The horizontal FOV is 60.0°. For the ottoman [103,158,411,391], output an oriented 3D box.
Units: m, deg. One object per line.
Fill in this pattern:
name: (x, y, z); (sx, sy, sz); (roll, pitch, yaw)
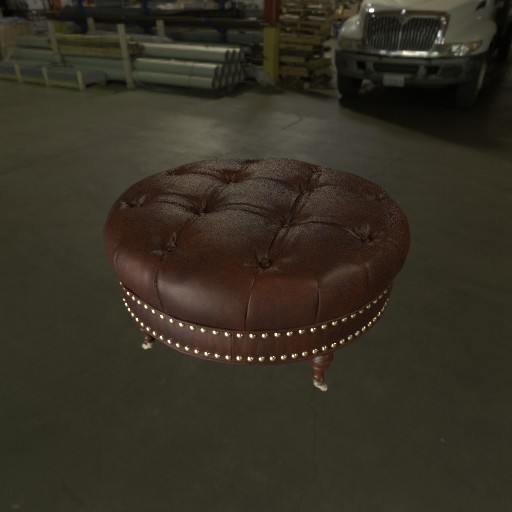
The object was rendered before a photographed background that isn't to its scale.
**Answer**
ottoman: (0.000, 0.000, 1.415); (0.901, 0.455, 0.901); (0, 31, 0)
